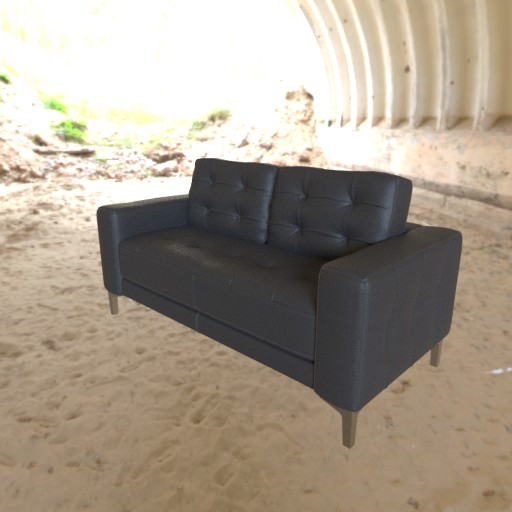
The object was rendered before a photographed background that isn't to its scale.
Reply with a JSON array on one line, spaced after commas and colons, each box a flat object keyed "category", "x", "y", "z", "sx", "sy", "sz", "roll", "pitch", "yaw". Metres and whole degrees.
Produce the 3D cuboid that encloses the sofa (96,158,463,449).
[{"category": "sofa", "x": 0.000, "y": 0.000, "z": 2.226, "sx": 1.726, "sy": 0.893, "sz": 0.833, "roll": 16, "pitch": 23, "yaw": 41}]
